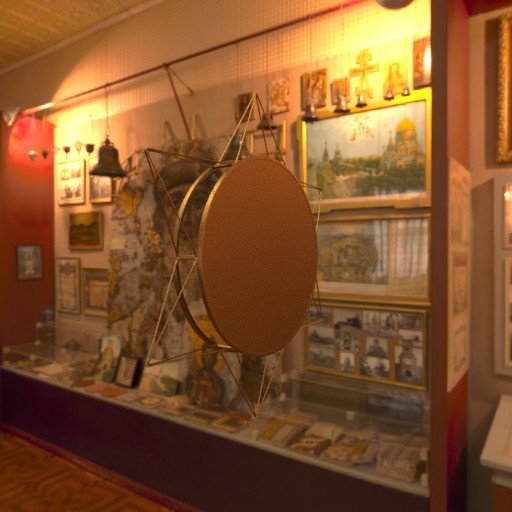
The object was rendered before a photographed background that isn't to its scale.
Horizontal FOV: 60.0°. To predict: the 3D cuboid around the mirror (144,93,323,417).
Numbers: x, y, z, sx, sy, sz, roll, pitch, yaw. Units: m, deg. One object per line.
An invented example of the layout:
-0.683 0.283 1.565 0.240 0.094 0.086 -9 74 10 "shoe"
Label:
0.000 0.000 0.793 0.062 0.581 0.498 1 1 37 "mirror"
